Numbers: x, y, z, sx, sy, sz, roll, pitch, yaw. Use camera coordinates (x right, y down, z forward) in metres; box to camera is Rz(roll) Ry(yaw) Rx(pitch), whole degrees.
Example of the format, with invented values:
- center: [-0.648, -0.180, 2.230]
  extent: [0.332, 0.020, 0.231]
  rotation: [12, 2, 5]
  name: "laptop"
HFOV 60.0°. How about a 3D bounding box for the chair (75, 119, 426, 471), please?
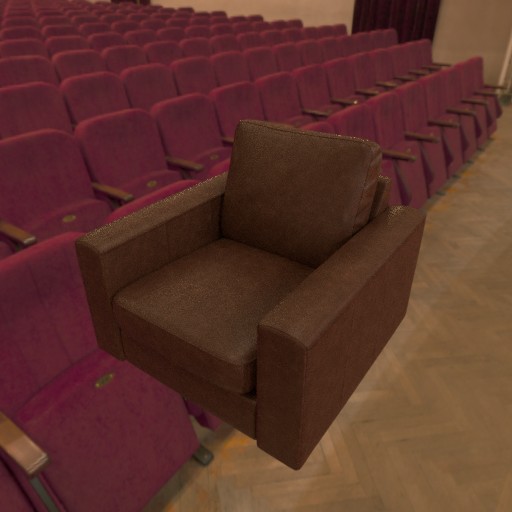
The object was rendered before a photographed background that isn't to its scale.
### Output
- center: [0.000, 0.000, 1.767]
  extent: [1.005, 0.873, 1.016]
  rotation: [20, 36, 30]
  name: "chair"
